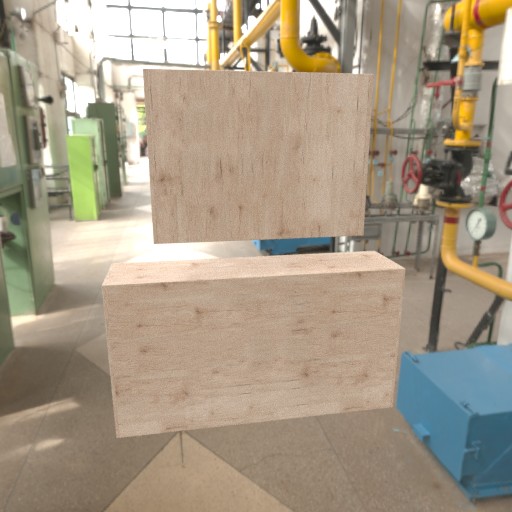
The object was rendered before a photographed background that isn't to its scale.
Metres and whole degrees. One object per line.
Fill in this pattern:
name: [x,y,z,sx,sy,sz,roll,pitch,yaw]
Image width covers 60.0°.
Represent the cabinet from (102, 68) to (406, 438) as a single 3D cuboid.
cabinet: [0.000,0.000,2.624,1.700,1.981,0.420,-3,16,-10]
